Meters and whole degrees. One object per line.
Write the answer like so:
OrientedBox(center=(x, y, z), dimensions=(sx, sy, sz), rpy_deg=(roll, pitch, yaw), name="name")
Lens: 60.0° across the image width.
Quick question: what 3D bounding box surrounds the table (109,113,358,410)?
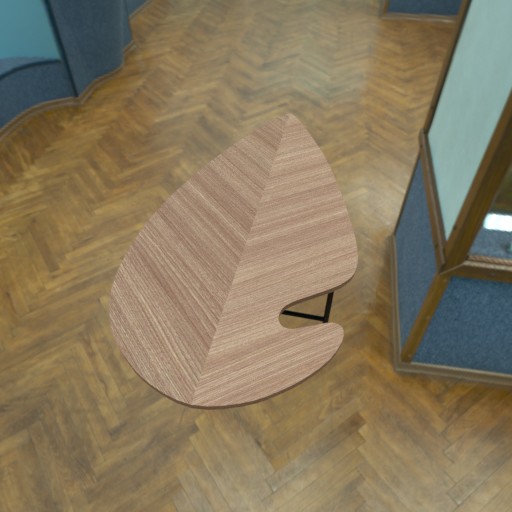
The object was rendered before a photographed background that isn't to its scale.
OrientedBox(center=(0.000, 0.000, 1.414), dimensions=(0.598, 0.360, 1.199), rpy_deg=(9, 46, 9), name="table")
